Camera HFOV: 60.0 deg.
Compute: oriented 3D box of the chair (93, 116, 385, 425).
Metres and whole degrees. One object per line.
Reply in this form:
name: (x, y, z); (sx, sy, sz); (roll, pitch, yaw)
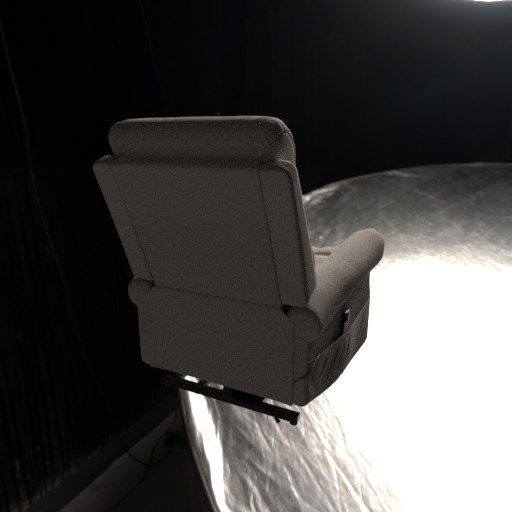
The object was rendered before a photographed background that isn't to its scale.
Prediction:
chair: (0.000, 0.000, 1.767); (0.871, 1.031, 0.979); (8, 17, 26)
